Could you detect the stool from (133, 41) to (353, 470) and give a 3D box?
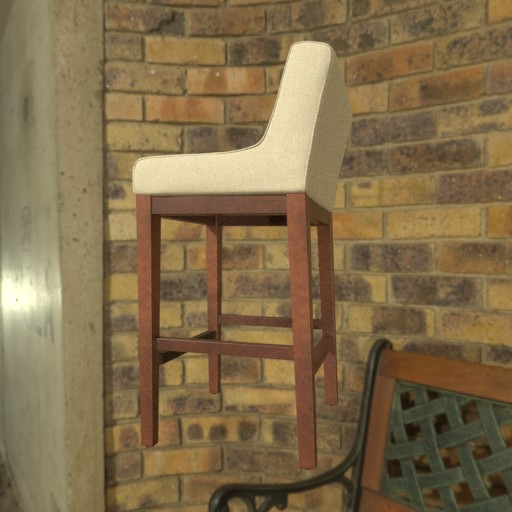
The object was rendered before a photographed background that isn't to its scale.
[{"bbox_3d":[0.000,0.000,1.240,0.500,0.937,0.511,0,0,17],"label":"stool"}]
